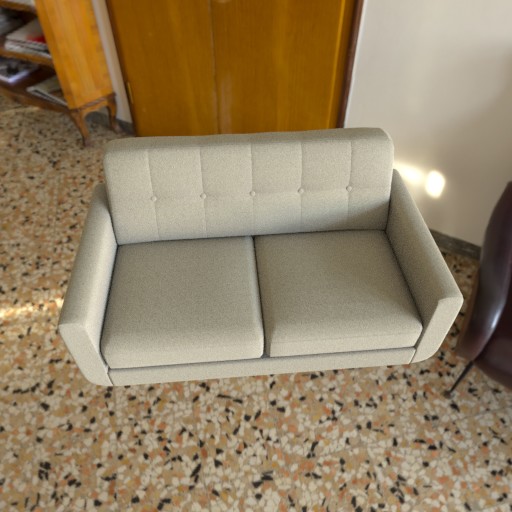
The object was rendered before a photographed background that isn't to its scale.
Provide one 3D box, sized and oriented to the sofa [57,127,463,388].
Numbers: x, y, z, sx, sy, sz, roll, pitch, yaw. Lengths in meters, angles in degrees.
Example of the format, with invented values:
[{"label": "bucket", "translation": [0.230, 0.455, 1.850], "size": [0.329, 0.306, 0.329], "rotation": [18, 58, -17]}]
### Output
[{"label": "sofa", "translation": [0.000, 0.000, 2.209], "size": [1.655, 0.892, 0.980], "rotation": [-3, 47, -3]}]
